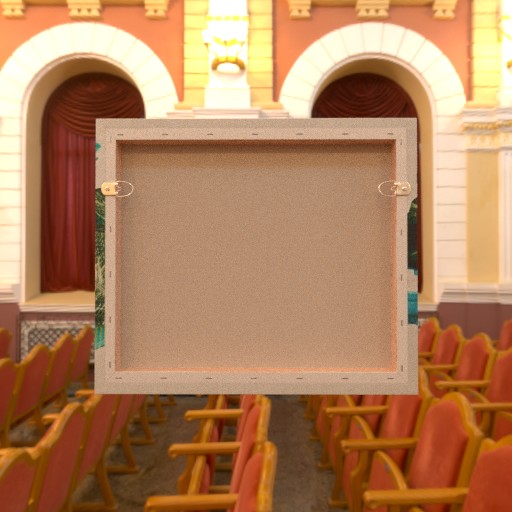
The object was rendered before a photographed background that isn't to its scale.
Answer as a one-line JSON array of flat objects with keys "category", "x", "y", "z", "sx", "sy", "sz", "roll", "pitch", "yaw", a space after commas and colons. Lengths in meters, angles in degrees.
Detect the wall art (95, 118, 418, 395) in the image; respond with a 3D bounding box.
[{"category": "wall art", "x": 0.000, "y": 0.000, "z": 0.714, "sx": 0.507, "sy": 0.435, "sz": 0.041, "roll": 0, "pitch": -1, "yaw": 0}]
